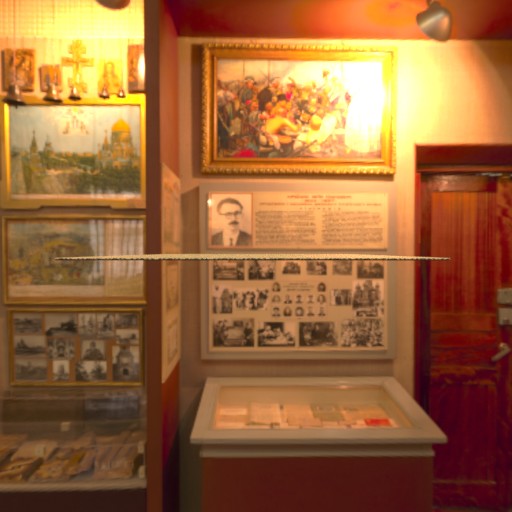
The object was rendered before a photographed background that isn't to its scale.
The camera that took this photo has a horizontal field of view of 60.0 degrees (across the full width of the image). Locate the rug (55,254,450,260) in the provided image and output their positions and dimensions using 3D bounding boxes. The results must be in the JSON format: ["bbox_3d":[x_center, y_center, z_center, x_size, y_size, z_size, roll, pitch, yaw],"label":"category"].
[{"bbox_3d":[0.000,0.000,4.278,2.439,0.014,3.207,0,1,1],"label":"rug"}]
